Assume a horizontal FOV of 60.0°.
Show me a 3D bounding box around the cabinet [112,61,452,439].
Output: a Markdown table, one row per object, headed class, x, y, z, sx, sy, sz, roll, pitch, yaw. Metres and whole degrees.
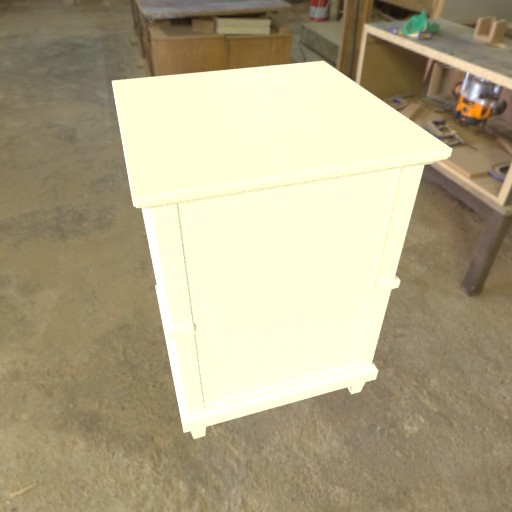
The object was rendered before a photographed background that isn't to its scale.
| class | x | y | z | sx | sy | sz | roll | pitch | yaw |
| --- | --- | --- | --- | --- | --- | --- | --- | --- | --- |
| cabinet | 0.000 | 0.000 | 1.151 | 0.544 | 0.775 | 0.547 | -11 | 41 | -13 |
